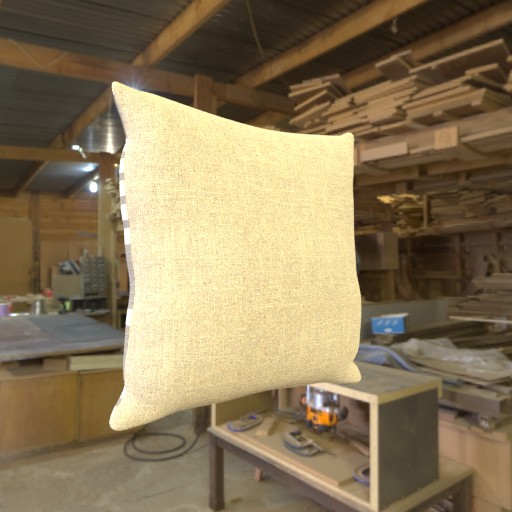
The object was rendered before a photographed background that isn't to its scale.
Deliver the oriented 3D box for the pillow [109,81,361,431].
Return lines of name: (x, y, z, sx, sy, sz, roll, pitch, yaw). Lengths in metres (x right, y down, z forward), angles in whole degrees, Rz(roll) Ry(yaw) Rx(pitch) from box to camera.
pillow: (0.000, 0.000, 0.668, 0.439, 0.440, 0.182, 1, -1, -35)
